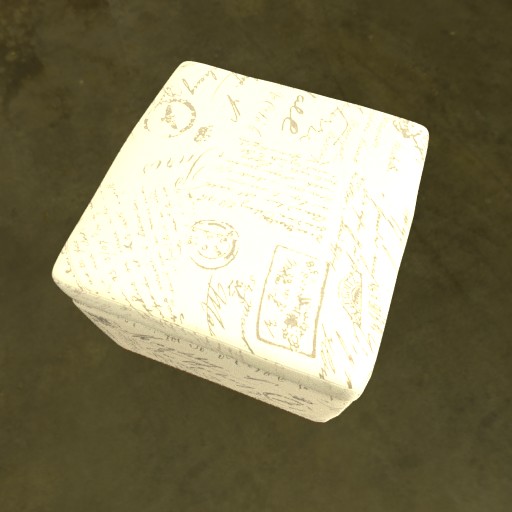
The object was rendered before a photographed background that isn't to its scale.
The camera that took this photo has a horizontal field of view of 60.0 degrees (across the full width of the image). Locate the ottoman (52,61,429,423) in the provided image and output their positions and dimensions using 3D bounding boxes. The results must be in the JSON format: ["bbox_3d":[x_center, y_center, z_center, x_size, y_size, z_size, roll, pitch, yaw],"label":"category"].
[{"bbox_3d":[0.000,0.000,0.827,0.450,0.457,0.449,18,65,9],"label":"ottoman"}]
